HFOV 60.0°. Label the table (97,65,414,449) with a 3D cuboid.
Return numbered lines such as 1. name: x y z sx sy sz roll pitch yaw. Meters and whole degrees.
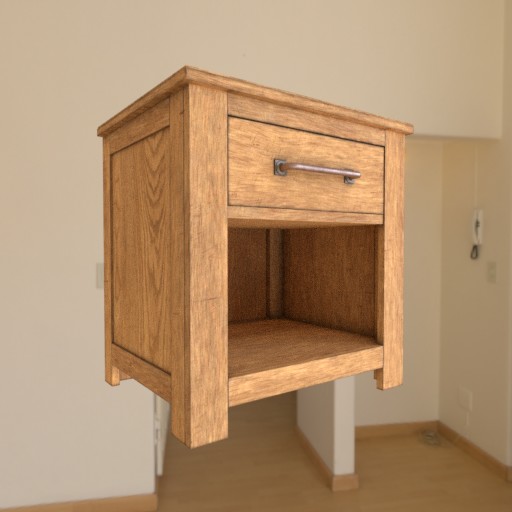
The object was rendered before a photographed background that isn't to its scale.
1. table: 0.000 0.000 1.066 0.601 0.625 0.494 -1 2 -36
